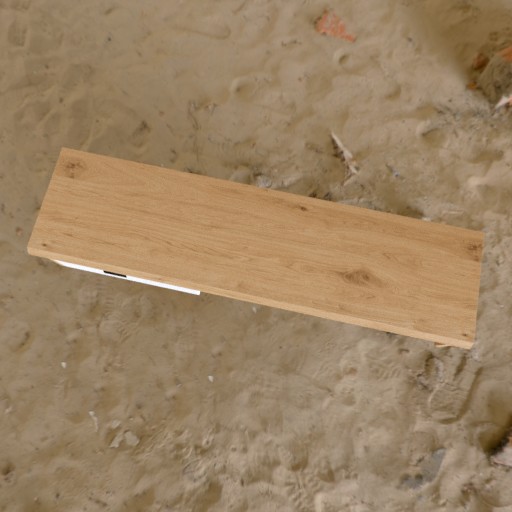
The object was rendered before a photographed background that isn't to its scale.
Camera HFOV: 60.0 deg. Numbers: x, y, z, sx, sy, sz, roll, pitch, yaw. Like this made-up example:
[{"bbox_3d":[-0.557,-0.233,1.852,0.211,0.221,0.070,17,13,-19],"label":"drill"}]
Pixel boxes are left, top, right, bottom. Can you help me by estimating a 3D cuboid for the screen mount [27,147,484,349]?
[{"bbox_3d":[0.000,0.000,1.903,1.700,0.430,0.450,12,76,3],"label":"screen mount"}]
